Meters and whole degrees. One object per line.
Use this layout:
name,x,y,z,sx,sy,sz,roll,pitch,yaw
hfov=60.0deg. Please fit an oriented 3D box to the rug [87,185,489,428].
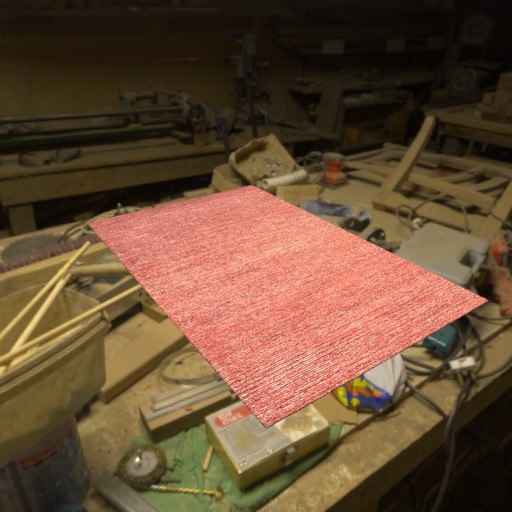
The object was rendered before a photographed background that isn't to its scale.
rug,0.000,0.000,2.181,1.139,0.011,1.747,-18,33,-30
